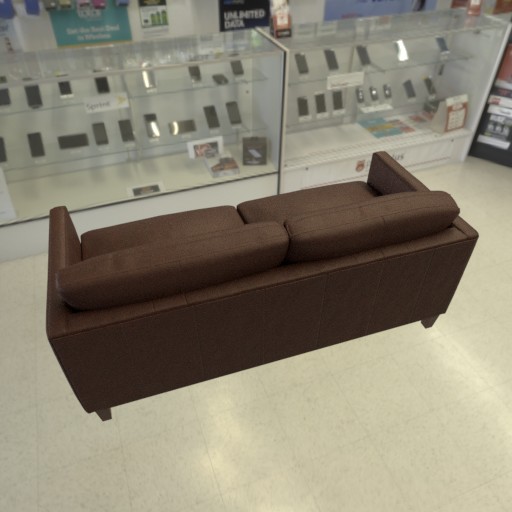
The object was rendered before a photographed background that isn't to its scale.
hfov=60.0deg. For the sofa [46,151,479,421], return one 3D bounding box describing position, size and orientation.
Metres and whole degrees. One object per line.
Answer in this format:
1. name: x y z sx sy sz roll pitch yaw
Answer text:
1. sofa: 0.000 0.000 2.356 1.971 0.863 0.923 -12 43 -14
